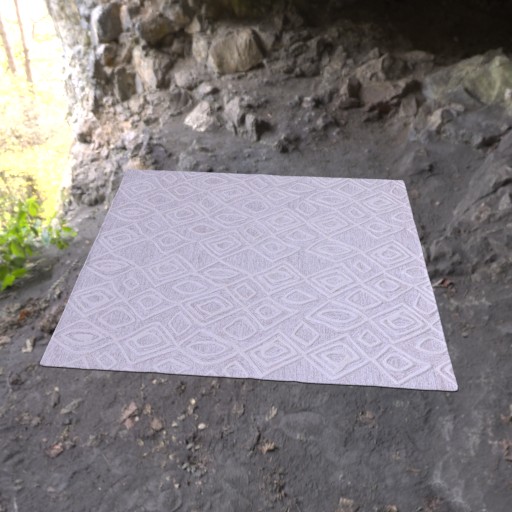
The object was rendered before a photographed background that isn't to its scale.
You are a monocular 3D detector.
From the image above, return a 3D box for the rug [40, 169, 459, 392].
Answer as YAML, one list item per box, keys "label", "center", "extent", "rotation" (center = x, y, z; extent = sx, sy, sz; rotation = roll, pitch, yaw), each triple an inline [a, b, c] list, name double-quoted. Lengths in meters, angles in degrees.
- label: "rug"
  center: [0.000, 0.000, 4.028]
  extent: [3.049, 0.025, 2.449]
  rotation: [3, 47, 3]
